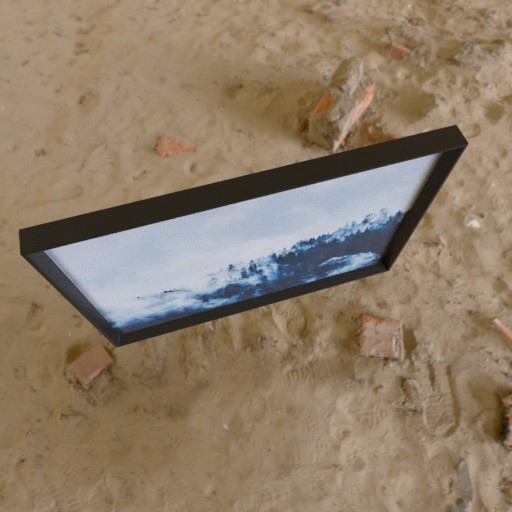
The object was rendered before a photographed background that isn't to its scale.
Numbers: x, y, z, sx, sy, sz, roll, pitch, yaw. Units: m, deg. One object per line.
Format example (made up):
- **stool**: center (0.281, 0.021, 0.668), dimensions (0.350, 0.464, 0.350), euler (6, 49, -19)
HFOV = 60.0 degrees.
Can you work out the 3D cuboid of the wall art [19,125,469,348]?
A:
- **wall art**: center (0.000, 0.000, 1.187), dimensions (0.939, 0.640, 0.058), euler (-15, 64, -8)
